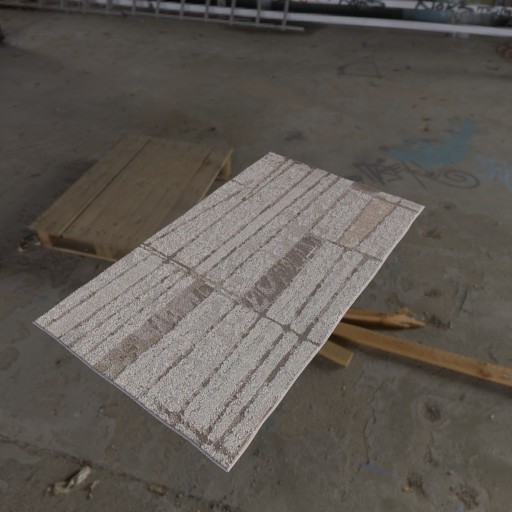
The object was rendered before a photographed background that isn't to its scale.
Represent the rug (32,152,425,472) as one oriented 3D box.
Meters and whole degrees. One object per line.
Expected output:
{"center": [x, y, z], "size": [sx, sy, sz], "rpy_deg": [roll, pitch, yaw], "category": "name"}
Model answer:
{"center": [0.000, 0.000, 1.060], "size": [0.515, 0.007, 0.867], "rpy_deg": [26, 48, 26], "category": "rug"}
